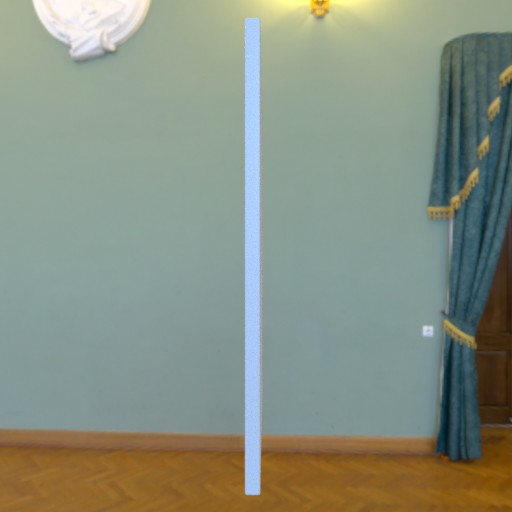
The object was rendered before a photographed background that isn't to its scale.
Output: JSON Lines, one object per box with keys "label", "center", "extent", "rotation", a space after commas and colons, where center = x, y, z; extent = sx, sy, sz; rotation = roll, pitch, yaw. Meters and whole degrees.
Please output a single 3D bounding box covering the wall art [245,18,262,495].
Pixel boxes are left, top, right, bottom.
{"label": "wall art", "center": [0.000, 0.000, 1.031], "extent": [0.026, 0.813, 0.556], "rotation": [0, 1, 1]}
